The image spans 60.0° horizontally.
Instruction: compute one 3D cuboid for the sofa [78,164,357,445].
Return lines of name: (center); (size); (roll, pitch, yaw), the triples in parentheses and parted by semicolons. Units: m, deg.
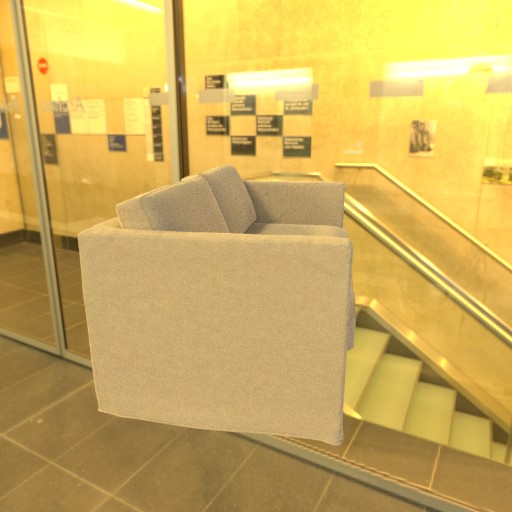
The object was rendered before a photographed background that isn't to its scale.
sofa: (0.000, 0.000, 2.293); (0.962, 0.835, 1.719); (3, 16, 10)
